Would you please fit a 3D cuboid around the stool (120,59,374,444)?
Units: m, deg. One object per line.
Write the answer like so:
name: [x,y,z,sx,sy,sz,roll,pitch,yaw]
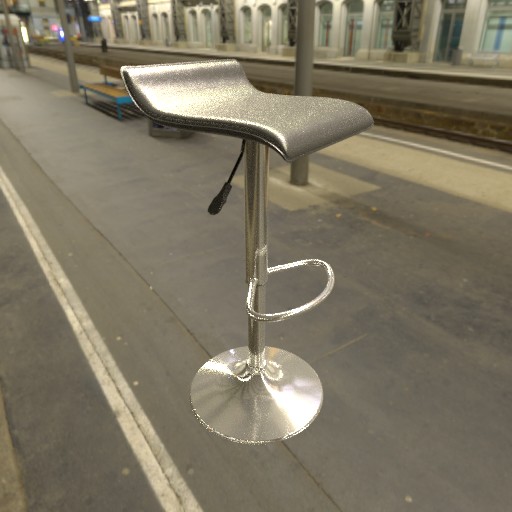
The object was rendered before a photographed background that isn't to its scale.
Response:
stool: [0.000,0.000,1.074,0.381,0.851,0.381,17,32,31]
